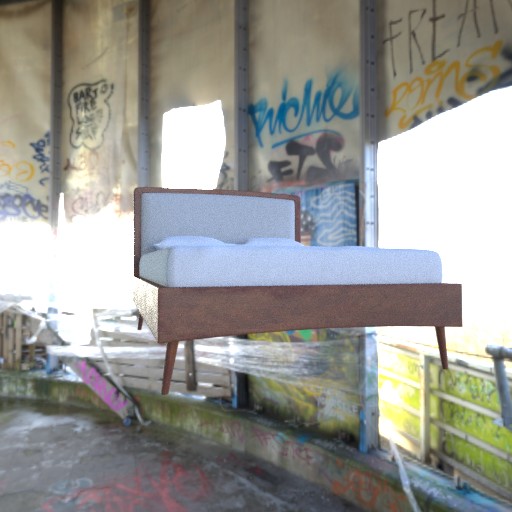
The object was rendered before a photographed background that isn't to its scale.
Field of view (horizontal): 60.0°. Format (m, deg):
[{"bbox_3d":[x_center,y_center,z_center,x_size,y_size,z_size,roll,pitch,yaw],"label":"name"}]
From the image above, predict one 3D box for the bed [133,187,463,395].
[{"bbox_3d":[0.000,0.000,3.157,1.587,1.275,2.196,0,-1,-18],"label":"bed"}]
